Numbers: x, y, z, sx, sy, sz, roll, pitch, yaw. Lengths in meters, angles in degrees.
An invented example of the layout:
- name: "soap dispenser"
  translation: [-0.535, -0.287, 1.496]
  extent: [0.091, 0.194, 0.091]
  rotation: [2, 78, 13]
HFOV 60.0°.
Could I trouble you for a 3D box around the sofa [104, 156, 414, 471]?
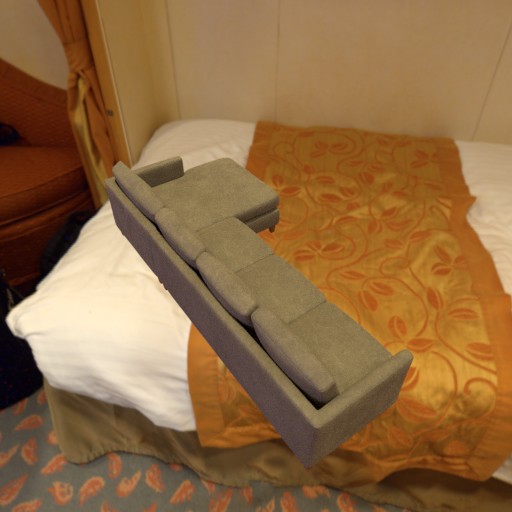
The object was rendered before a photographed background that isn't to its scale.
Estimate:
- name: "sofa"
  translation: [0.000, 0.000, 4.231]
  extent: [1.604, 0.950, 3.471]
  rotation: [-26, 48, -26]
